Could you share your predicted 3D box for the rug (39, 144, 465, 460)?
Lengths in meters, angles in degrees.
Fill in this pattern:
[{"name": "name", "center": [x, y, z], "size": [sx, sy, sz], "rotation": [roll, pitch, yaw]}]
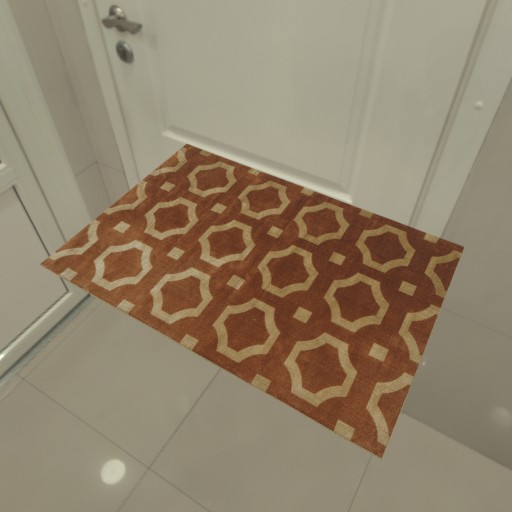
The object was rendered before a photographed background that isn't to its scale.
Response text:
[{"name": "rug", "center": [0.000, 0.000, 2.869], "size": [2.286, 0.016, 1.555], "rotation": [24, 53, 20]}]
